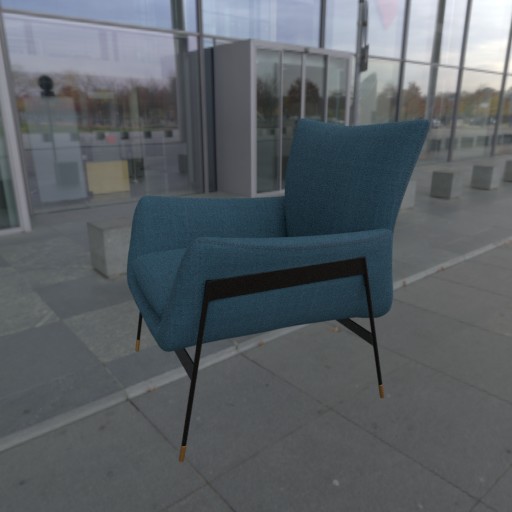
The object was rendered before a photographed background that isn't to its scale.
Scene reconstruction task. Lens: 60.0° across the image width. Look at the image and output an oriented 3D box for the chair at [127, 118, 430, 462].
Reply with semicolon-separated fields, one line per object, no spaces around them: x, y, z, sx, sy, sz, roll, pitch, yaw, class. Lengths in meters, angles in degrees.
0.000;0.000;1.453;0.769;0.859;0.678;-8;19;-23;chair
